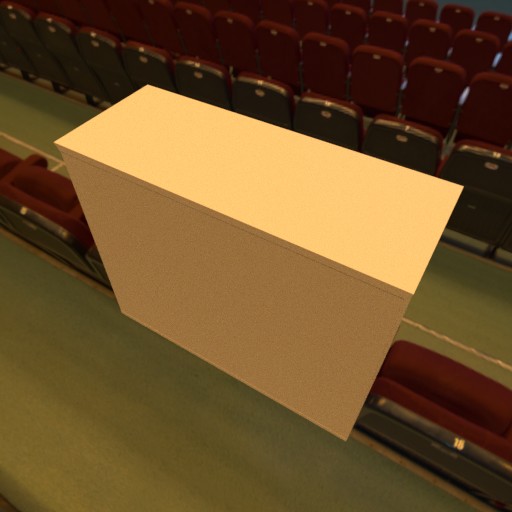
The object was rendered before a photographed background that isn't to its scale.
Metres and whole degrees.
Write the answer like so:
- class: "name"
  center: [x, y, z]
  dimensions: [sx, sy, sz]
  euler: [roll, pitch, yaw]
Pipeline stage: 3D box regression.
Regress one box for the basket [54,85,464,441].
- class: "basket"
  center: [0.000, 0.000, 1.154]
  dimensions: [0.792, 0.625, 0.376]
  euler: [24, 52, 21]
